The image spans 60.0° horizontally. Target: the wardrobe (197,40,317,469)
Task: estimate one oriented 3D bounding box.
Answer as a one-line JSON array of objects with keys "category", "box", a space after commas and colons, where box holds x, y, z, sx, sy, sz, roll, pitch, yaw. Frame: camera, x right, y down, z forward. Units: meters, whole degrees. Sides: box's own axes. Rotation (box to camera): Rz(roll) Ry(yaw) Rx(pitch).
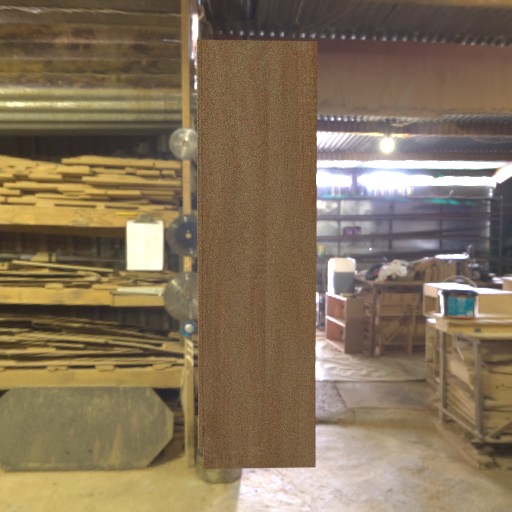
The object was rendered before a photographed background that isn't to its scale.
[{"category": "wardrobe", "box": [0.000, 0.000, 2.438, 0.588, 2.117, 0.496, 0, 2, -2]}]
